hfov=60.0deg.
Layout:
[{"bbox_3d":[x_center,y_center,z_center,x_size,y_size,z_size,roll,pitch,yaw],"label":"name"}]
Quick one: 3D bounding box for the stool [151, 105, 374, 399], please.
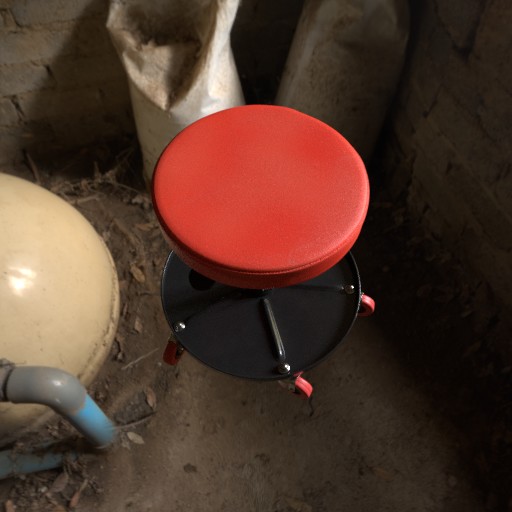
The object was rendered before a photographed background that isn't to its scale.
[{"bbox_3d":[0.000,0.000,0.699,0.381,0.365,0.382,32,64,18],"label":"stool"}]
